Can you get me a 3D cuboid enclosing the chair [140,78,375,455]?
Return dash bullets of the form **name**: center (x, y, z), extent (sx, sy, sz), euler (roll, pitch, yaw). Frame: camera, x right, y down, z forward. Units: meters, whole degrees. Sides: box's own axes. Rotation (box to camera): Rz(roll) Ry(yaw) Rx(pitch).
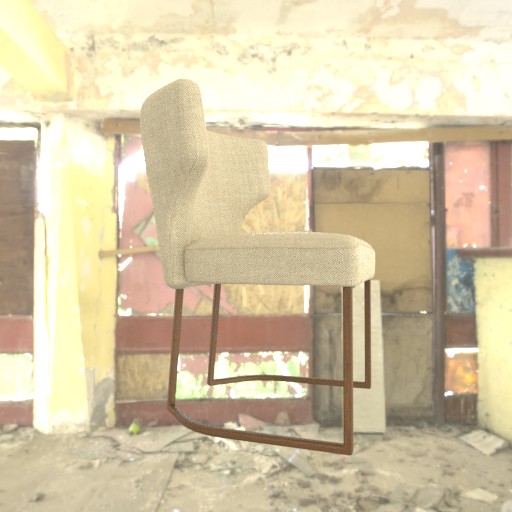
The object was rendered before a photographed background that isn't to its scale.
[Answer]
- **chair**: center (0.000, 0.000, 1.244), extent (0.617, 0.824, 0.611), euler (0, -1, 19)
